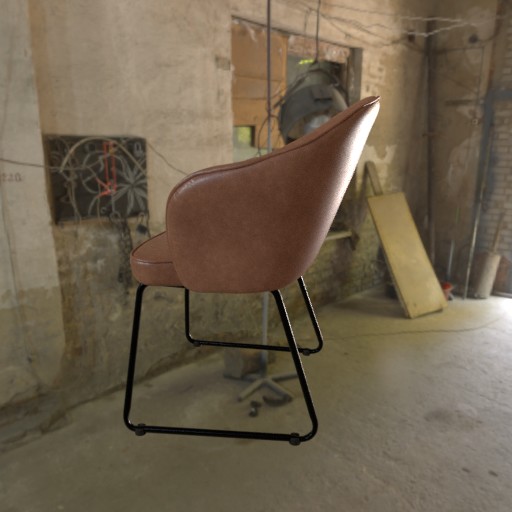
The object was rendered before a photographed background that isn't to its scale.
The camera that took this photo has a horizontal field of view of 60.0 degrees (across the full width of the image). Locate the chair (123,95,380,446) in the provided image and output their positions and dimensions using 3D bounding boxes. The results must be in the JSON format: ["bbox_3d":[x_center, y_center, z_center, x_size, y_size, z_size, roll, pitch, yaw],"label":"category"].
[{"bbox_3d":[0.000,0.000,1.173,0.580,0.785,0.582,2,15,8],"label":"chair"}]
